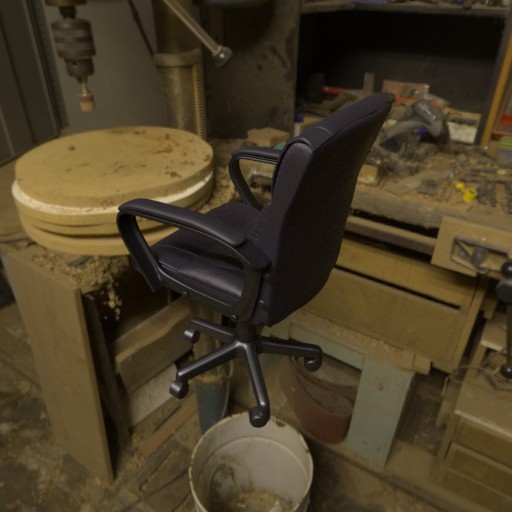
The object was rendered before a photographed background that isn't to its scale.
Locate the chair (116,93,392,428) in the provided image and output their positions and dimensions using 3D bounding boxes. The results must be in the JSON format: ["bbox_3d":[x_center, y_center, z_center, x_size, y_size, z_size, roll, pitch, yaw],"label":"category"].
[{"bbox_3d":[0.000,0.000,1.378,0.641,0.998,0.576,20,38,28],"label":"chair"}]
